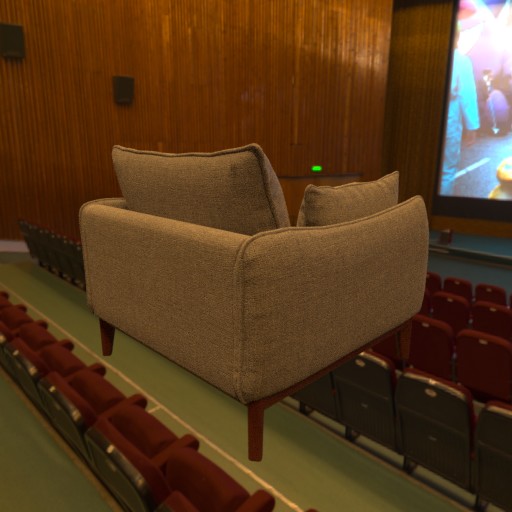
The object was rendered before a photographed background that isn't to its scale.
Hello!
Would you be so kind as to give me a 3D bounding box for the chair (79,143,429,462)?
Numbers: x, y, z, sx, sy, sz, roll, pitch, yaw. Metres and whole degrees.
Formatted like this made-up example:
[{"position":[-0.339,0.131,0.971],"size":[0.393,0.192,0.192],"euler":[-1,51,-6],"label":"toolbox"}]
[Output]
[{"position":[0.000,0.000,1.698],"size":[0.976,0.839,0.993],"euler":[-14,20,-43],"label":"chair"}]
